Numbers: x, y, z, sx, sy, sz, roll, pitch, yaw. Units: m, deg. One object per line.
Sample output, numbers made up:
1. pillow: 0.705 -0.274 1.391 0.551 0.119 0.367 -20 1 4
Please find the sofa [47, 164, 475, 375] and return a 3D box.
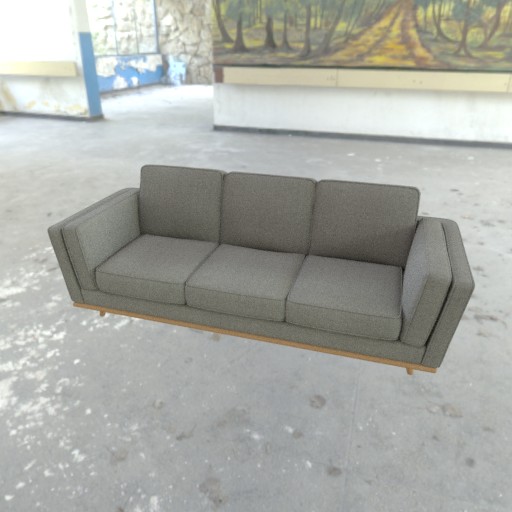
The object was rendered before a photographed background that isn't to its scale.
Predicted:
1. sofa: 0.000 0.000 2.796 2.362 0.899 0.903 8 27 15
